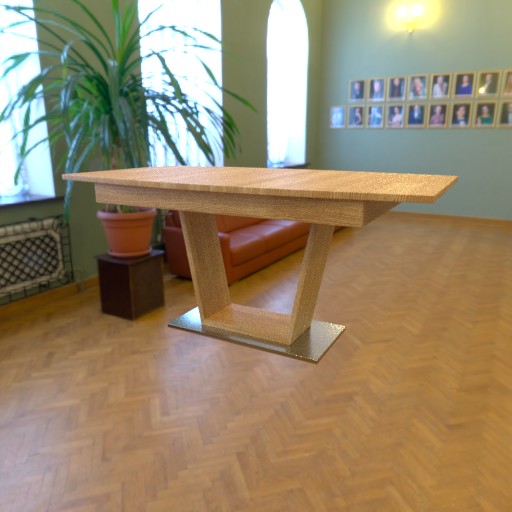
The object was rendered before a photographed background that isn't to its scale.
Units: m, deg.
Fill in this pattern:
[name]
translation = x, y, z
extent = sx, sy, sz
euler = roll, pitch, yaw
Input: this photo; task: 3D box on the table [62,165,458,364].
[table]
translation = 0.000, 0.000, 2.079
extent = 1.598, 0.748, 0.900
euler = 8, 17, 27
